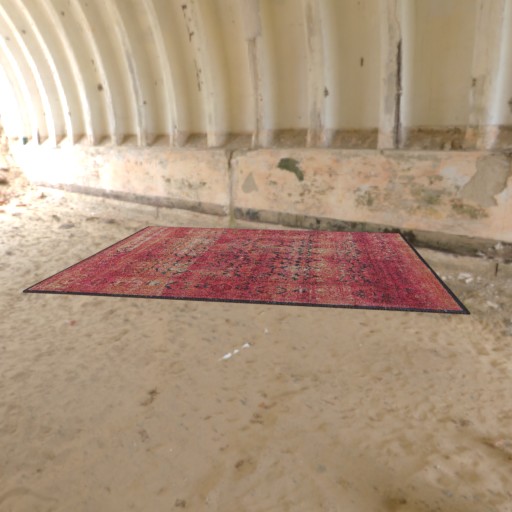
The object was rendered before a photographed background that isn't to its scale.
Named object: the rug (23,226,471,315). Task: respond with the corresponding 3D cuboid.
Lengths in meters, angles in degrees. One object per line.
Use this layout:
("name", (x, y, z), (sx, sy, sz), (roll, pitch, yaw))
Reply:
("rug", (0.000, 0.000, 4.110), (3.032, 0.020, 2.411), (2, 15, 8))
